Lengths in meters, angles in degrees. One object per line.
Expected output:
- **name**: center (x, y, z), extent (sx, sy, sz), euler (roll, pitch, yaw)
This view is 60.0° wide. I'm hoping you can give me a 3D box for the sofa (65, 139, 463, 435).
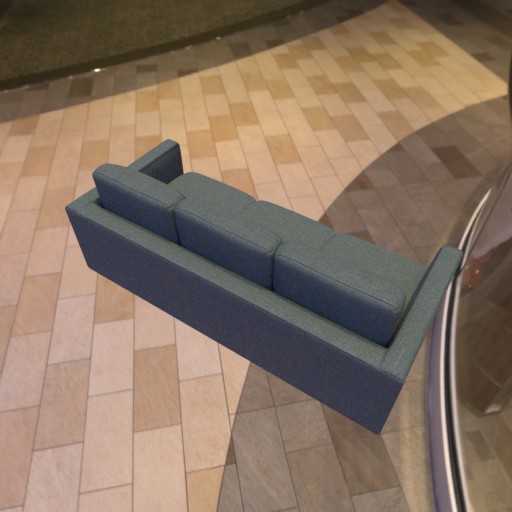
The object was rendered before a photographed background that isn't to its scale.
- **sofa**: center (0.000, 0.000, 2.583), extent (2.013, 0.945, 0.935), euler (25, 51, 23)
